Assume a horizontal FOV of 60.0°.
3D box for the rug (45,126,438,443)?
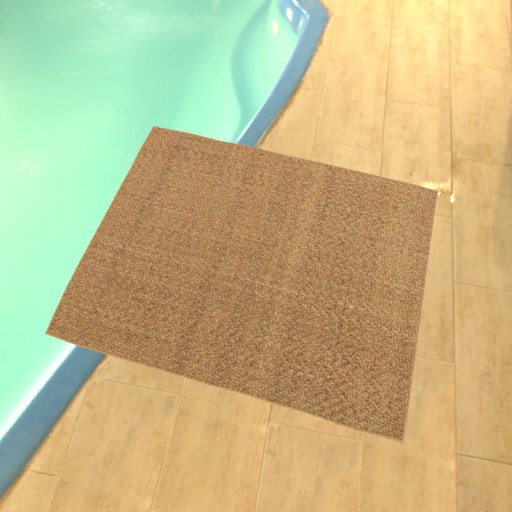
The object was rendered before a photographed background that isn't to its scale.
[{"bbox_3d":[0.000,0.000,4.053,3.048,0.013,2.439,15,64,7],"label":"rug"}]
